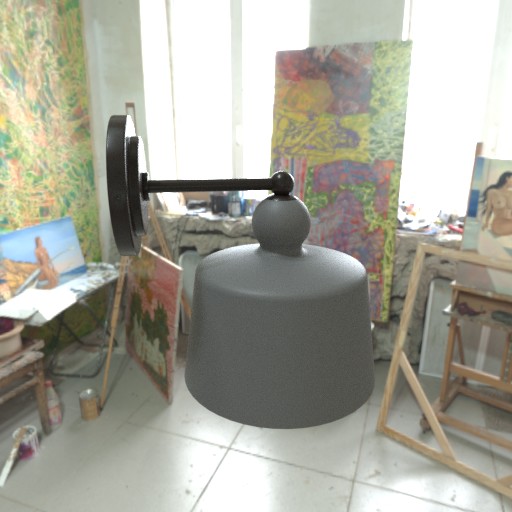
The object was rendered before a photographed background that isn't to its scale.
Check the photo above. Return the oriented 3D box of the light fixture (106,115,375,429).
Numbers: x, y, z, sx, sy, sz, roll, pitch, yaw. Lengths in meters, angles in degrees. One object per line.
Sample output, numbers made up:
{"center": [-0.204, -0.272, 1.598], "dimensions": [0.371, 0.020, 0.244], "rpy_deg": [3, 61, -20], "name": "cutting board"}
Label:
{"center": [0.000, 0.000, 0.444], "dimensions": [0.254, 0.268, 0.204], "rpy_deg": [-3, 17, -9], "name": "light fixture"}
